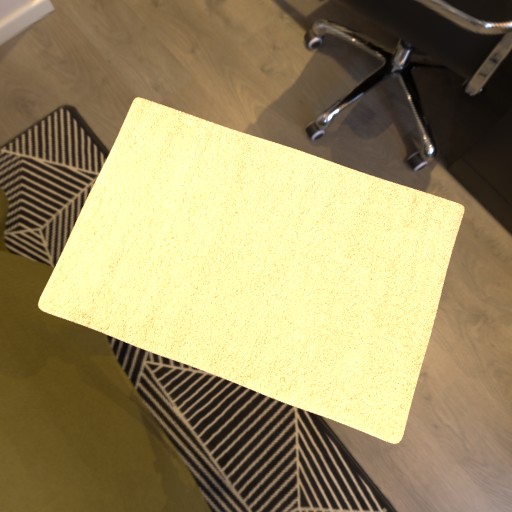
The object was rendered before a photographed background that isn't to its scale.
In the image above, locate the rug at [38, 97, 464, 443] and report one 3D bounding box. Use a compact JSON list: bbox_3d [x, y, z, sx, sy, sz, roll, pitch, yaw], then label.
[{"bbox_3d":[0.000,0.000,3.254,2.698,0.025,1.798,20,78,4],"label":"rug"}]
